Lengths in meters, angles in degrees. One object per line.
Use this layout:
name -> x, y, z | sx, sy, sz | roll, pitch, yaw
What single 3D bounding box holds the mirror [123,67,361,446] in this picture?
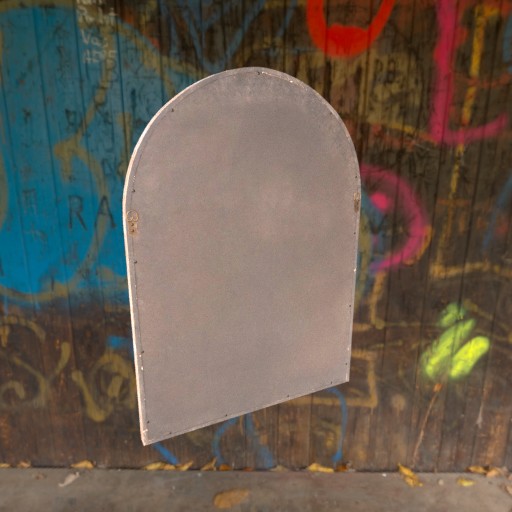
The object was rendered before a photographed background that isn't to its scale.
mirror -> 0.000, 0.000, 1.167 | 0.660, 0.920, 0.032 | -8, 18, -26
